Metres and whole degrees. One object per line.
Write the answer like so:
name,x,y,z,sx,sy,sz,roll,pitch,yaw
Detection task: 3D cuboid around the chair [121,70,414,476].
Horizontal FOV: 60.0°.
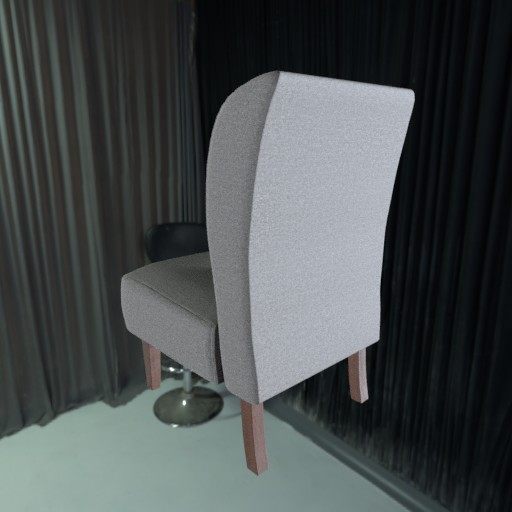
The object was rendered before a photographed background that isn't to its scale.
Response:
chair,0.000,0.000,1.154,0.513,0.804,0.592,-14,20,-42
